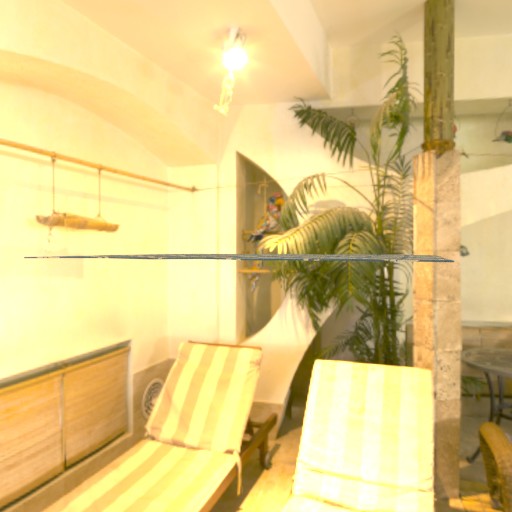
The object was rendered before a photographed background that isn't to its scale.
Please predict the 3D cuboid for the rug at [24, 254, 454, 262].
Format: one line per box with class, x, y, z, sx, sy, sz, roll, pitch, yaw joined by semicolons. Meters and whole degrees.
rug;0.000;0.000;2.741;2.135;0.013;1.524;0;1;19
